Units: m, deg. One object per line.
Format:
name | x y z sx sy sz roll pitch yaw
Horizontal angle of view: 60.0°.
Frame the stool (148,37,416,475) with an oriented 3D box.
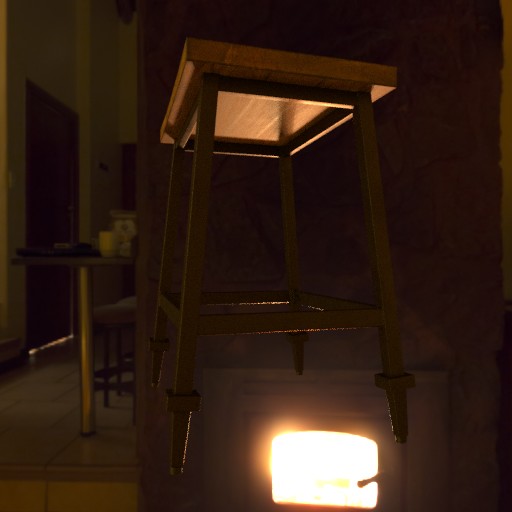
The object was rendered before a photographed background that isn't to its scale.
stool | 0.000 0.000 0.906 0.405 0.625 0.486 0 0 -17
